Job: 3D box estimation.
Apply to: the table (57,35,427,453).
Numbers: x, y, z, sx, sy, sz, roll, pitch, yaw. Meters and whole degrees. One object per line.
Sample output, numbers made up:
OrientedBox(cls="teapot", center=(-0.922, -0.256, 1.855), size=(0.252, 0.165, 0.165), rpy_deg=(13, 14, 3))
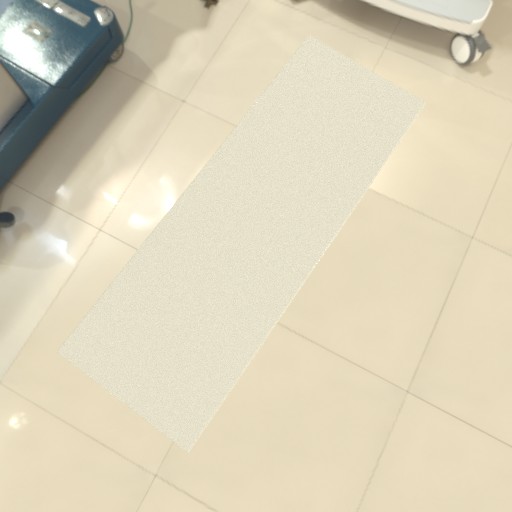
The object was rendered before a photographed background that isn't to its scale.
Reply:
OrientedBox(cls="table", center=(0.000, 0.000, 1.468), size=(0.381, 0.749, 1.067), rpy_deg=(34, 77, 9))
